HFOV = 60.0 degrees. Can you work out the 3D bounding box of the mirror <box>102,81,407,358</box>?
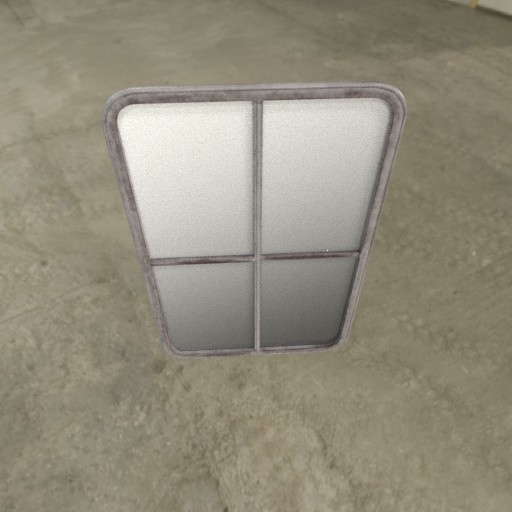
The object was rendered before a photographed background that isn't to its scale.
[{"bbox_3d":[0.000,0.000,0.889,0.461,0.713,0.024,-2,46,-2],"label":"mirror"}]
